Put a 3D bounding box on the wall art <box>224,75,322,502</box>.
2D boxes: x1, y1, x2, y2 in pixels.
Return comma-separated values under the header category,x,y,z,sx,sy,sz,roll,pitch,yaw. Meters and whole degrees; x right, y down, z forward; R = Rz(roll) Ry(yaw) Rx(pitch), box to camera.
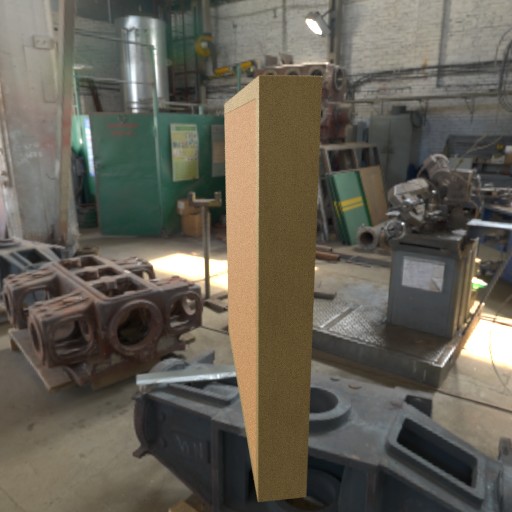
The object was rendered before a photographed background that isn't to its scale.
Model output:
category,x,y,z,sx,sy,sz,roll,pitch,yaw
wall art,0.000,0.000,0.445,0.038,0.305,0.305,-2,16,-7
